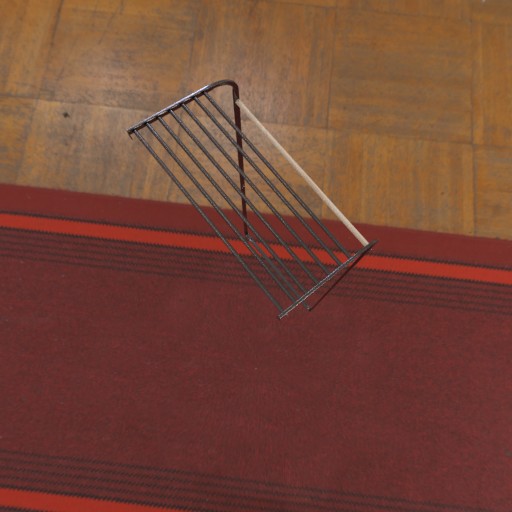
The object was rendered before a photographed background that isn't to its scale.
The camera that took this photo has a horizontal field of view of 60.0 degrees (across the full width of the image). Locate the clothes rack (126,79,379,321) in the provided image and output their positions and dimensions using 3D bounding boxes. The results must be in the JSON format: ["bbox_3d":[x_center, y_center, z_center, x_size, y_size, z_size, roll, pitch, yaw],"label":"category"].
[{"bbox_3d":[0.000,0.000,1.835,0.349,1.574,0.609,-38,79,-9],"label":"clothes rack"}]
